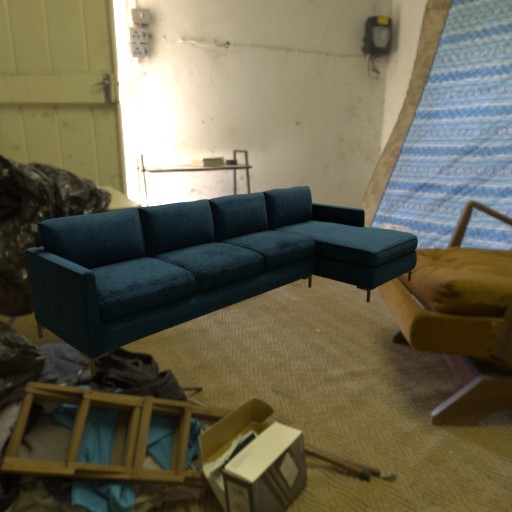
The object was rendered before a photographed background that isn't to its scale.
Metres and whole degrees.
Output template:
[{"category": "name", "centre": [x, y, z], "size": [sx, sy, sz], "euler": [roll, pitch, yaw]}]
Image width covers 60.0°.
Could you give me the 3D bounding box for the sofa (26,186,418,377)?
[{"category": "sofa", "centre": [0.000, 0.000, 3.435], "size": [1.350, 0.810, 2.932], "euler": [14, 21, 42]}]
